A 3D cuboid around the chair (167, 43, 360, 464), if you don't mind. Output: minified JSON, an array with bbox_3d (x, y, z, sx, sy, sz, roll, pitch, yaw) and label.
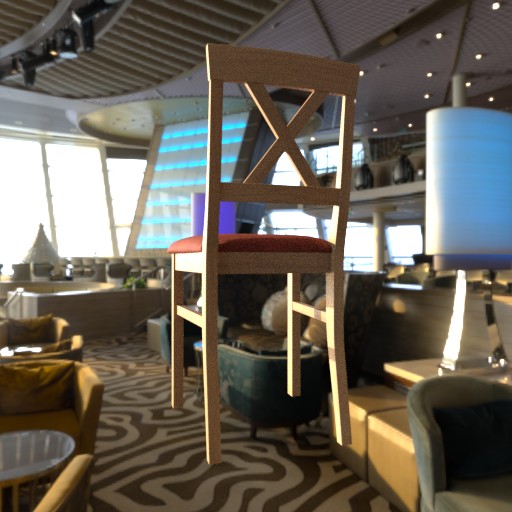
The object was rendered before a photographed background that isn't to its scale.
[{"bbox_3d":[0.000,0.000,1.220,0.439,0.912,0.492,0,0,-17],"label":"chair"}]
